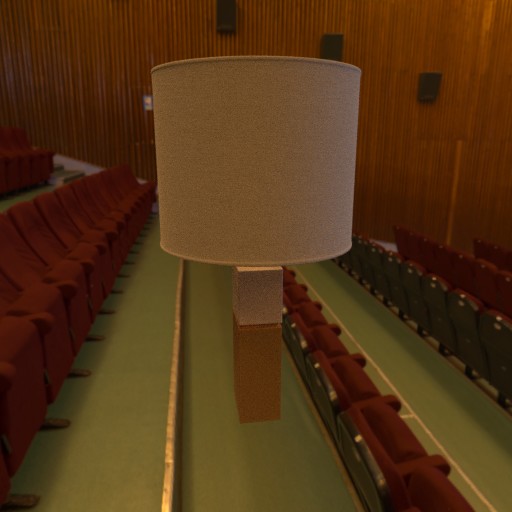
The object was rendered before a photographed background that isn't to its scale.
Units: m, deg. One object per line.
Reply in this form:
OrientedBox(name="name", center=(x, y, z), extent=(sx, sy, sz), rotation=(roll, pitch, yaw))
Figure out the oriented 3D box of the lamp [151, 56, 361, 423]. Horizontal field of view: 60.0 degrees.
OrientedBox(name="lamp", center=(0.000, 0.000, 0.546), extent=(0.229, 0.417, 0.229), rotation=(-2, 15, -9))
